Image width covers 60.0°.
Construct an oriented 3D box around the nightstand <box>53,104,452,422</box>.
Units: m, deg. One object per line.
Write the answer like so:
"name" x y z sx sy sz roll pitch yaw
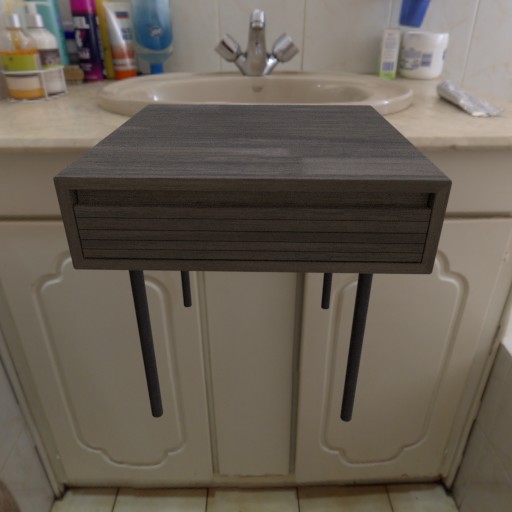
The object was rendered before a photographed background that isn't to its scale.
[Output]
"nightstand" 0.000 0.000 0.892 0.502 0.497 0.503 1 29 1
